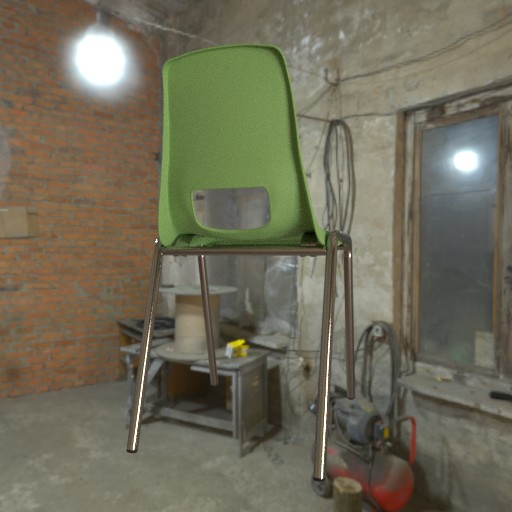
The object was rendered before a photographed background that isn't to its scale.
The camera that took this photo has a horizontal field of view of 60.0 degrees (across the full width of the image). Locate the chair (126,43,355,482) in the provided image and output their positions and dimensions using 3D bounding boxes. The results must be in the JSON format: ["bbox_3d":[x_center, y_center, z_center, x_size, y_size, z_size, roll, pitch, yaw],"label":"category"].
[{"bbox_3d":[0.000,0.000,0.940,0.381,0.704,0.436,0,0,17],"label":"chair"}]
